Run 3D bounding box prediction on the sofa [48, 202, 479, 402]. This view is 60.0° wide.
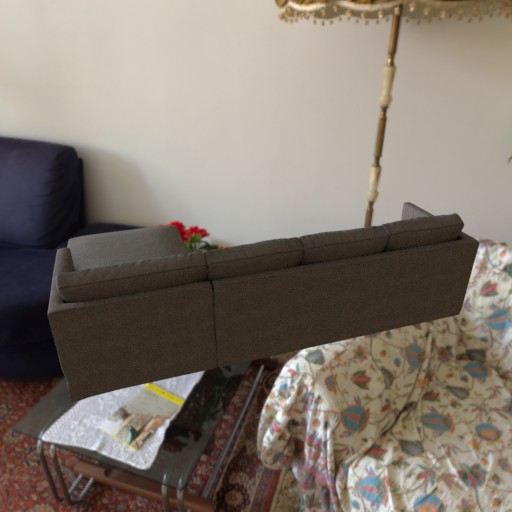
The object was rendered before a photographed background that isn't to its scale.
[{"bbox_3d":[0.000,0.000,3.871,3.205,0.922,1.650,-9,29,-16],"label":"sofa"}]
